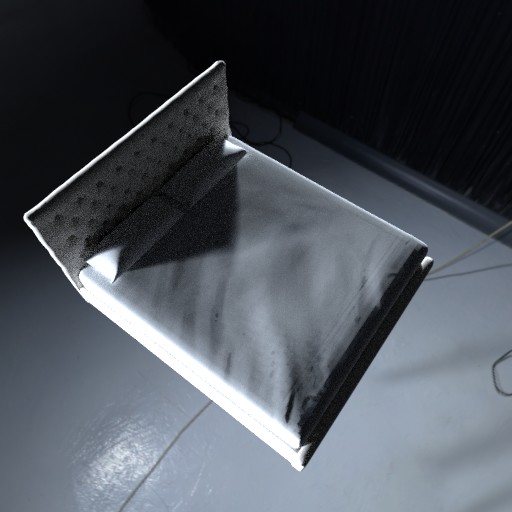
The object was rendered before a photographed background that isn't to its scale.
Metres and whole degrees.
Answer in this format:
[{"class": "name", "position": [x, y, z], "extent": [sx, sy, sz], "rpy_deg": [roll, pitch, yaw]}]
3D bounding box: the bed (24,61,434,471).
[{"class": "bed", "position": [0.000, 0.000, 3.587], "extent": [2.387, 1.427, 2.078], "rpy_deg": [33, 65, 18]}]
